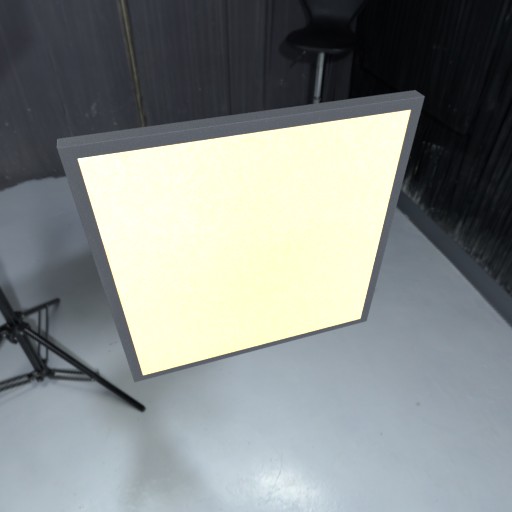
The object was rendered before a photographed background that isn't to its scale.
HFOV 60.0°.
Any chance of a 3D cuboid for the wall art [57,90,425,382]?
[{"bbox_3d":[0.000,0.000,1.149,0.762,0.760,0.037,-12,43,-13],"label":"wall art"}]
